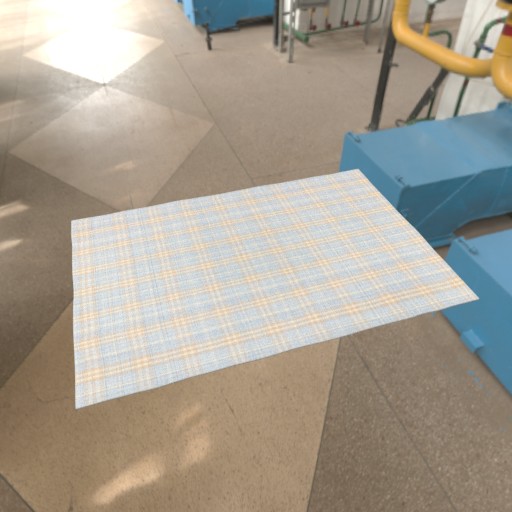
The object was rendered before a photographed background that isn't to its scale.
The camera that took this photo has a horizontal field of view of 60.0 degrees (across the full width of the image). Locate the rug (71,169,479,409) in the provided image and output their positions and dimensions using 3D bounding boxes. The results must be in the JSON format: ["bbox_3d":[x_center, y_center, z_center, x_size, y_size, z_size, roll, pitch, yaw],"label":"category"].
[{"bbox_3d":[0.000,0.000,2.316,1.835,0.012,1.231,-12,44,-13],"label":"rug"}]
